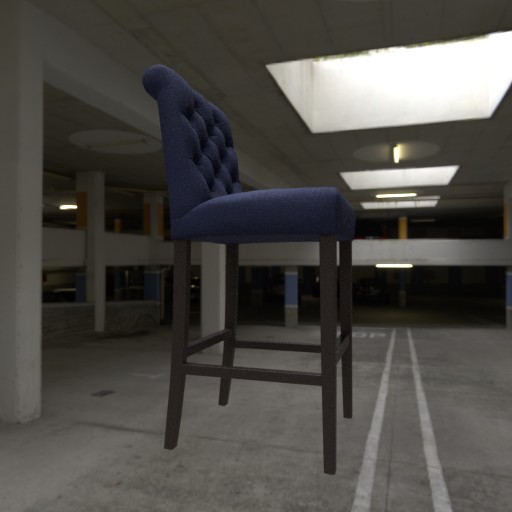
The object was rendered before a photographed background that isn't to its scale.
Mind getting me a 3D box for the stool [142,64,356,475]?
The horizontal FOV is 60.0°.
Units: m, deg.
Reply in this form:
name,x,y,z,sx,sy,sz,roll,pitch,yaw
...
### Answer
name,x,y,z,sx,sy,sz,roll,pitch,yaw
stool,0.000,0.000,1.447,0.601,1.140,0.493,0,-1,18
